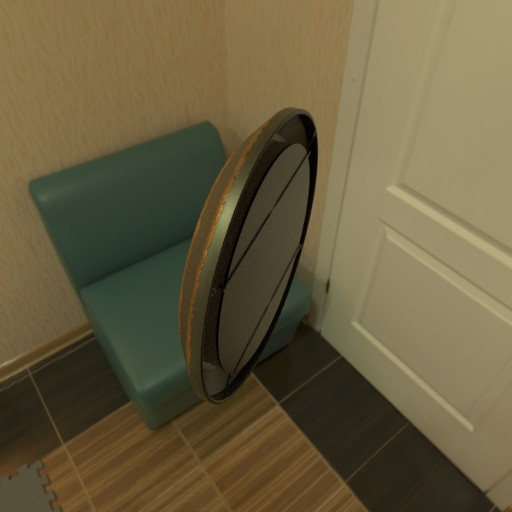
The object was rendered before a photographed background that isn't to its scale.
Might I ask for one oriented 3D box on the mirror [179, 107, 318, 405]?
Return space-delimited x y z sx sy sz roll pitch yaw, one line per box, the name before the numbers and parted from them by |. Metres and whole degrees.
mirror | 0.000 0.000 1.390 0.111 0.907 0.907 17 48 16
